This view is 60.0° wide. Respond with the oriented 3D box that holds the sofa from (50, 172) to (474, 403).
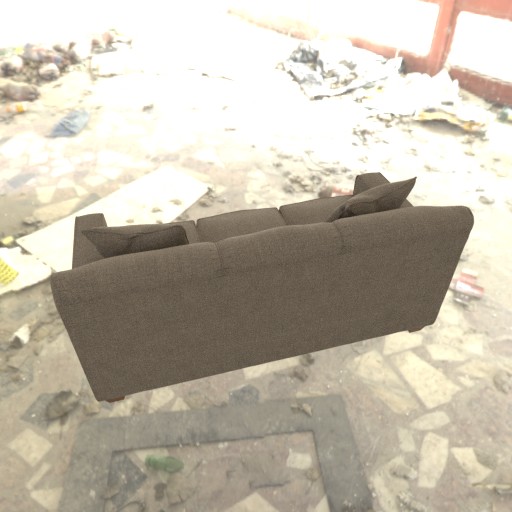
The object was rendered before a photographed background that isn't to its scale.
[{"bbox_3d":[0.000,0.000,2.617,2.024,0.958,0.997,-10,41,-12],"label":"sofa"}]
